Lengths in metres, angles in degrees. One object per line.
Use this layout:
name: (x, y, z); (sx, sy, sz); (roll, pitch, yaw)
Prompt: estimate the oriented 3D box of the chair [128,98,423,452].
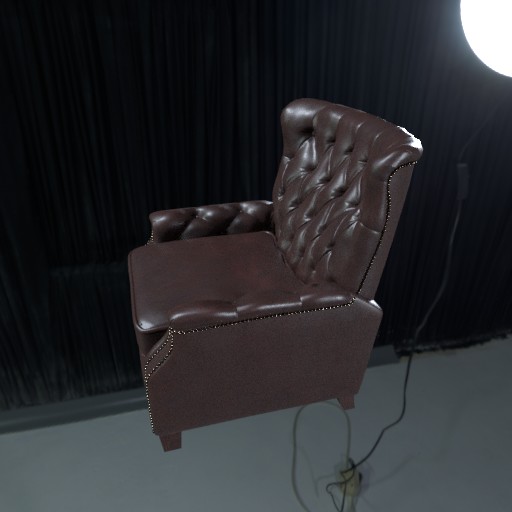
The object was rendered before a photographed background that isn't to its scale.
chair: (0.000, 0.000, 1.462); (0.823, 0.864, 0.709); (-8, 30, -14)
